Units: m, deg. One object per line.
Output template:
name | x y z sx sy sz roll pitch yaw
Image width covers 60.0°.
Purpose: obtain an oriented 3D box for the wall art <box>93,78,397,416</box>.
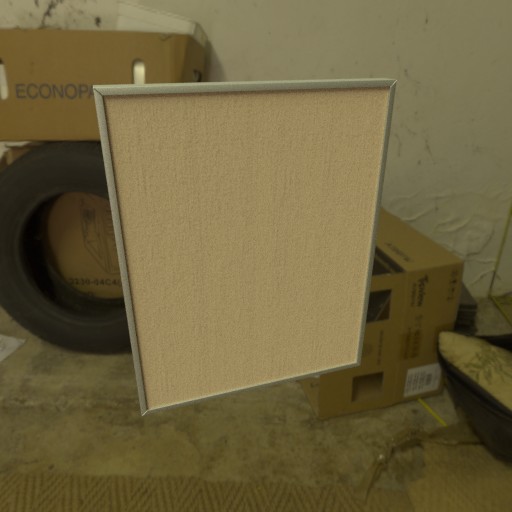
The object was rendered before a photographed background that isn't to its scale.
wall art | 0.000 0.000 0.756 0.445 0.553 0.039 -8 27 -16
